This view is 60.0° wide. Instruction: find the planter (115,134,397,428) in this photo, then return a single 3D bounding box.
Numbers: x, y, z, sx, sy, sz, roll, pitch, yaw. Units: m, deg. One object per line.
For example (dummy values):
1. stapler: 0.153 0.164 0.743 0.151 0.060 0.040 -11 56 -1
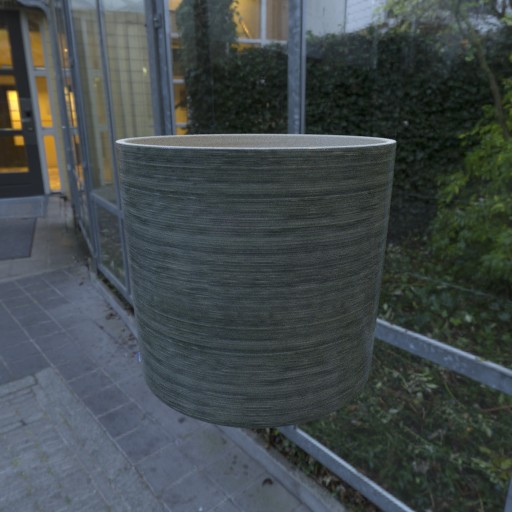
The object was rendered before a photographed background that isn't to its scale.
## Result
1. planter: 0.000 0.000 0.394 0.221 0.201 0.221 0 17 0
